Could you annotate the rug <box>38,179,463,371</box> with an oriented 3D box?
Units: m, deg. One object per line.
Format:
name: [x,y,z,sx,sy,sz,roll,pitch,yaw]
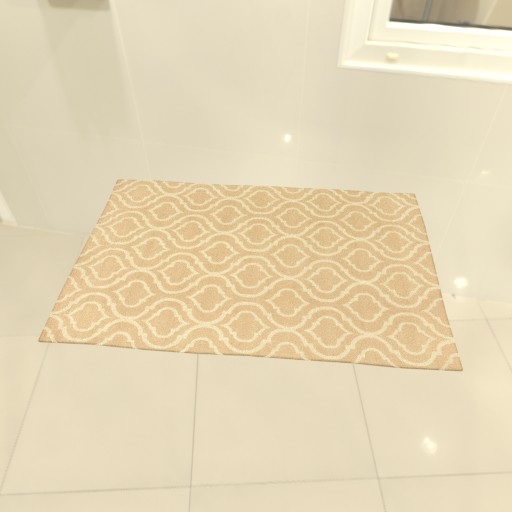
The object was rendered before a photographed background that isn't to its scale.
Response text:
rug: [0.000,0.000,2.205,1.761,0.013,1.152,3,46,3]
